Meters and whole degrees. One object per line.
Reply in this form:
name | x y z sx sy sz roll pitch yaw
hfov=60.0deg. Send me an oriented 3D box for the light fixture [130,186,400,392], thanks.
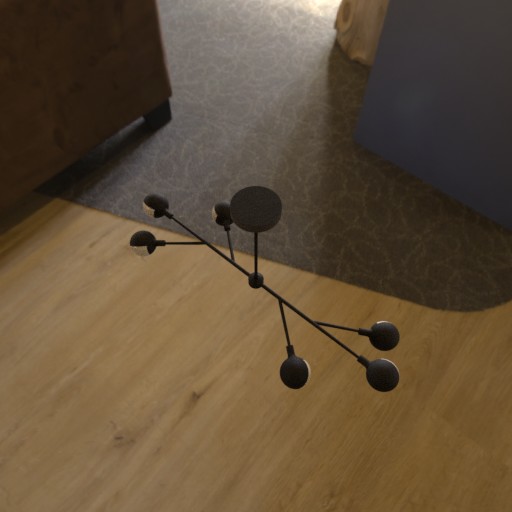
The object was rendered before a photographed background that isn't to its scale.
light fixture | 0.000 0.000 1.009 0.434 0.362 0.778 -29 62 -17
